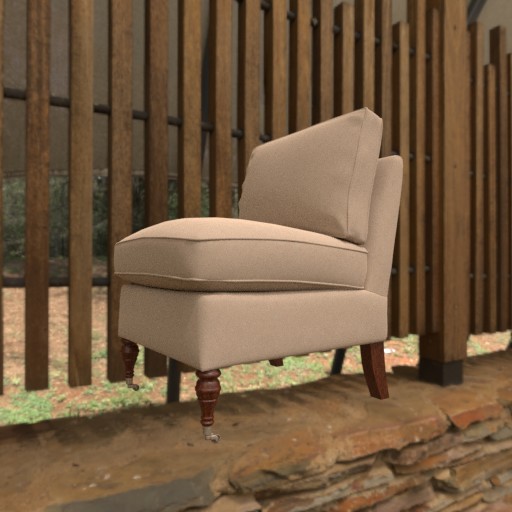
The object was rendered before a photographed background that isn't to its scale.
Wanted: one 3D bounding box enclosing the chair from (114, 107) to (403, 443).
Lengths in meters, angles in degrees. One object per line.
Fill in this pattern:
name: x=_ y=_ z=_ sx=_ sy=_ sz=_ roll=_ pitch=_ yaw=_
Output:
chair: x=0.000 y=0.000 z=1.699 sx=0.912 sy=1.052 sz=0.724 roll=0 pitch=-1 yaw=-36
